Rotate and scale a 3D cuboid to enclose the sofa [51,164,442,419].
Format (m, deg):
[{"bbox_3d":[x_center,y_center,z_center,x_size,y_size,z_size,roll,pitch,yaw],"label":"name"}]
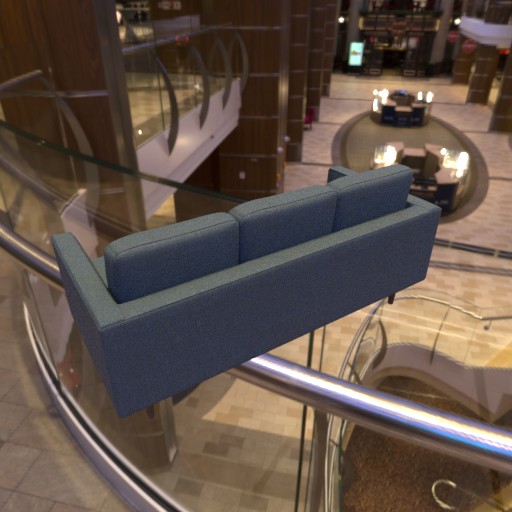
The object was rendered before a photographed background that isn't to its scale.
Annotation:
[{"bbox_3d":[0.000,0.000,2.592,2.013,0.945,0.935,-18,35,-28],"label":"sofa"}]
